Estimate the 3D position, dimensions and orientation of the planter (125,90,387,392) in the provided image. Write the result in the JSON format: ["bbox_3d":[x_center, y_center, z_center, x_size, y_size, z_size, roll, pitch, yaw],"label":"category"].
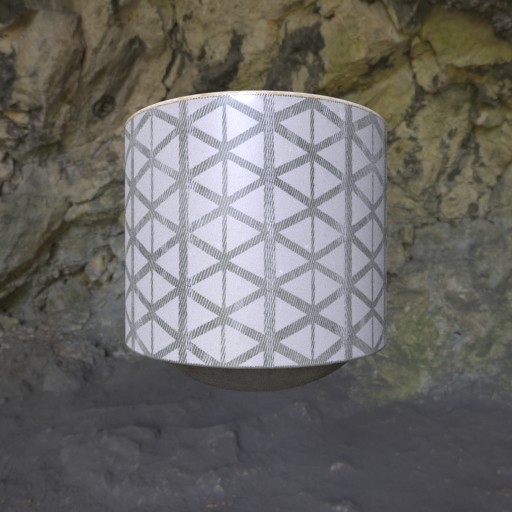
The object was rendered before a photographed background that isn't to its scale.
[{"bbox_3d":[0.000,0.000,0.335,0.190,0.181,0.190,0,1,0],"label":"planter"}]
